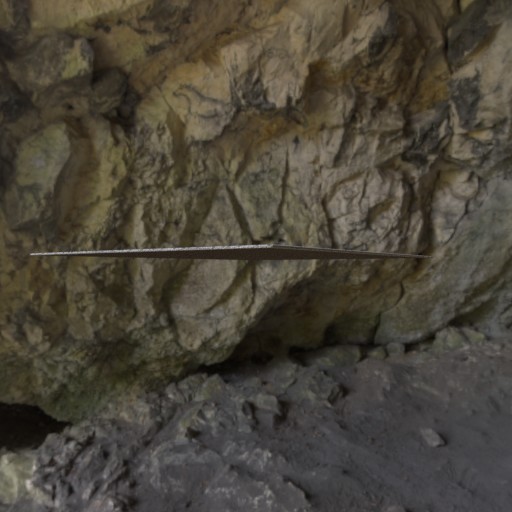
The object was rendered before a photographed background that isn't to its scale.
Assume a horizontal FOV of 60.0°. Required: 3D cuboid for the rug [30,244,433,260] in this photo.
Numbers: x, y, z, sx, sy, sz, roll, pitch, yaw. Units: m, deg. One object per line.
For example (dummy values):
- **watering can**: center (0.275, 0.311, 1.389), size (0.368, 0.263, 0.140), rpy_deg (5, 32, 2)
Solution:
- **rug**: center (0.000, 0.000, 4.189), size (2.441, 0.017, 3.050), rpy_deg (-1, -2, 36)
